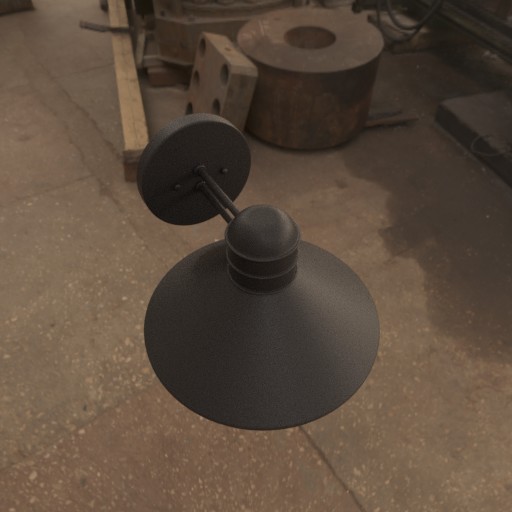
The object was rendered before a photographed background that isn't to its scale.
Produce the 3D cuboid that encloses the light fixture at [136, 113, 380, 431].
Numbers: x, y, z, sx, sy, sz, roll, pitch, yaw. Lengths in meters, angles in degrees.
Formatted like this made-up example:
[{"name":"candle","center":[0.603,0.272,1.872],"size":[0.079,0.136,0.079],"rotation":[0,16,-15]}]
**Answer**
[{"name":"light fixture","center":[0.000,0.000,0.677],"size":[0.396,0.265,0.434],"rotation":[-23,50,-21]}]
